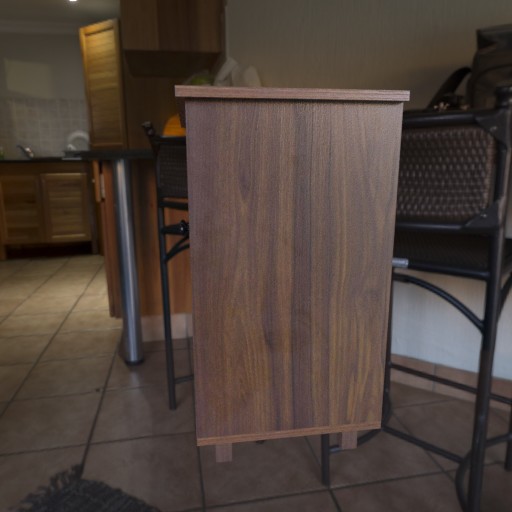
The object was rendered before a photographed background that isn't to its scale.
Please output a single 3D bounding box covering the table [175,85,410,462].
[{"bbox_3d":[0.000,0.000,1.166,0.390,0.725,0.802,-2,13,-8],"label":"table"}]
